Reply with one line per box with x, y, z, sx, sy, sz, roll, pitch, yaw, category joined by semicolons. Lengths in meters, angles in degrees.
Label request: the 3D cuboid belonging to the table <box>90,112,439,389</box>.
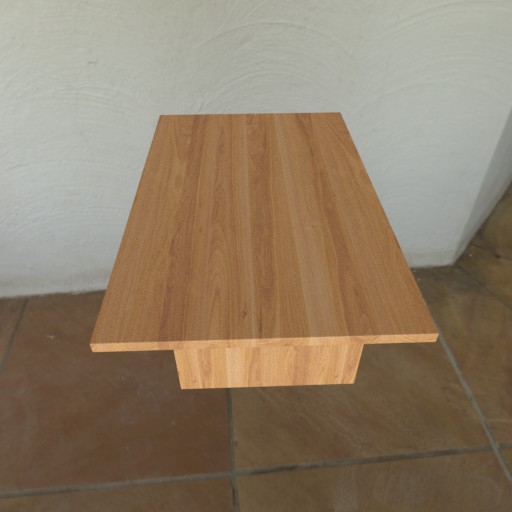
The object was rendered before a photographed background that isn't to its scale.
0.000;0.000;1.468;0.700;0.510;1.100;-1;41;-2;table
